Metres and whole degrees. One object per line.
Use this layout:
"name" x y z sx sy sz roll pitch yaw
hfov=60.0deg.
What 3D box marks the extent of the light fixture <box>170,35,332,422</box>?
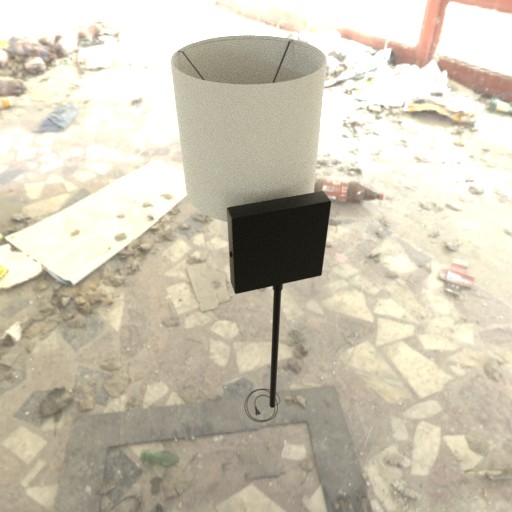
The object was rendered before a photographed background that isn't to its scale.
"light fixture" 0.000 0.000 0.708 0.188 0.589 0.248 -11 42 -13
